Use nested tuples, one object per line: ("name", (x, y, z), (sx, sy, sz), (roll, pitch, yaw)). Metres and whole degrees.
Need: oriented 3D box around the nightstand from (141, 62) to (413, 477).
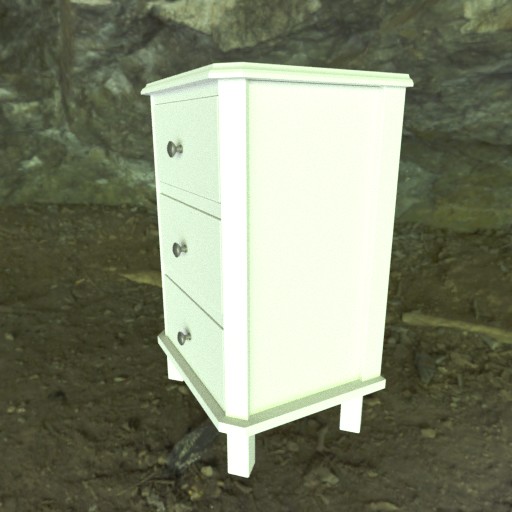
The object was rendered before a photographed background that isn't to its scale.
("nightstand", (0.000, 0.000, 0.919), (0.351, 0.681, 0.435), (-9, 18, -27))
